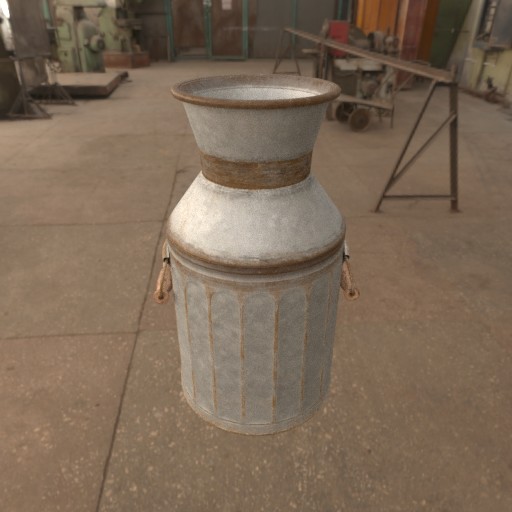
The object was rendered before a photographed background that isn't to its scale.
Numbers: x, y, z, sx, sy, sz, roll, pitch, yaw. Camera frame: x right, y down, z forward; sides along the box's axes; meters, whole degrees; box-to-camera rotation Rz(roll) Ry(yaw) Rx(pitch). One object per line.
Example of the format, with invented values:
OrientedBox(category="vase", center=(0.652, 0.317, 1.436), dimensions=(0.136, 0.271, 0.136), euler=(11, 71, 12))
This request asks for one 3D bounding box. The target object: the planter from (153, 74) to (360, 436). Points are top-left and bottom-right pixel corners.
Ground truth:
OrientedBox(category="planter", center=(0.000, 0.000, 0.544), dimensions=(0.245, 0.396, 0.214), euler=(-1, 30, -2))
